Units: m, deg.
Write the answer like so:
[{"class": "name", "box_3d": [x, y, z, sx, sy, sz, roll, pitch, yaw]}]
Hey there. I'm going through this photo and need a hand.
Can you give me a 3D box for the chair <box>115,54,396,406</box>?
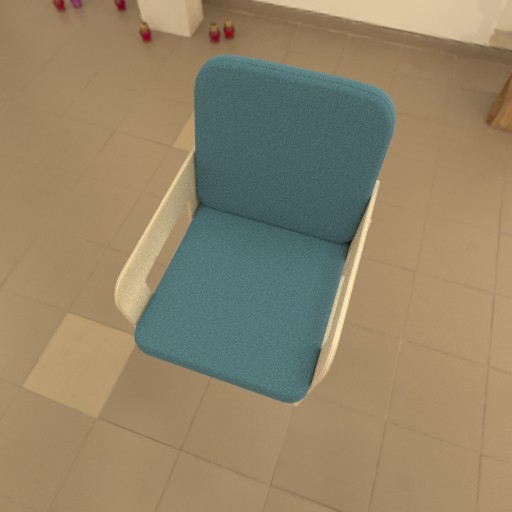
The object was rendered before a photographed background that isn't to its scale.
[{"class": "chair", "box_3d": [0.000, 0.000, 1.203, 0.547, 0.747, 0.657, 16, 60, 10]}]
